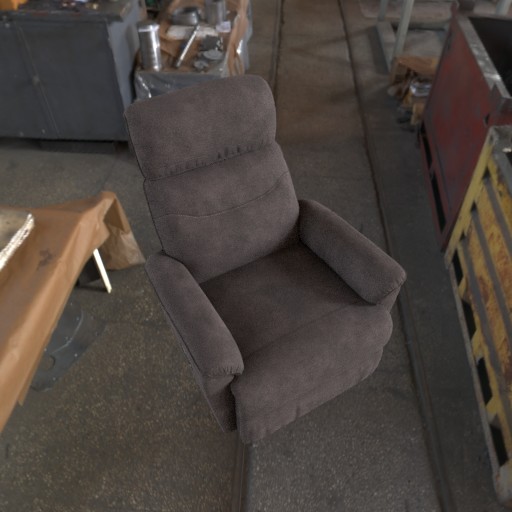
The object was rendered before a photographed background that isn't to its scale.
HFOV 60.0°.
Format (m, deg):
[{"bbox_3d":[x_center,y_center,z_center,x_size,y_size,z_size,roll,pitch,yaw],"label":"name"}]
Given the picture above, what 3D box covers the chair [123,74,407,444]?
[{"bbox_3d":[0.000,0.000,1.745,0.830,1.035,1.009,-22,50,-20],"label":"chair"}]
